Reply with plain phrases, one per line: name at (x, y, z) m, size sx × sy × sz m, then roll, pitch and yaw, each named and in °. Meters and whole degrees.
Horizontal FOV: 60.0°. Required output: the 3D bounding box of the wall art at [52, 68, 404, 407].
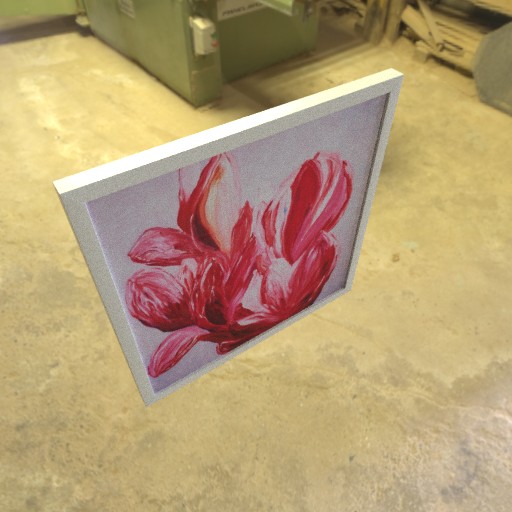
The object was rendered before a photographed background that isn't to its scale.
wall art at (0.000, 0.000, 0.670) m, size 0.455 × 0.453 × 0.023 m, roll -26°, pitch 52°, yaw -22°
